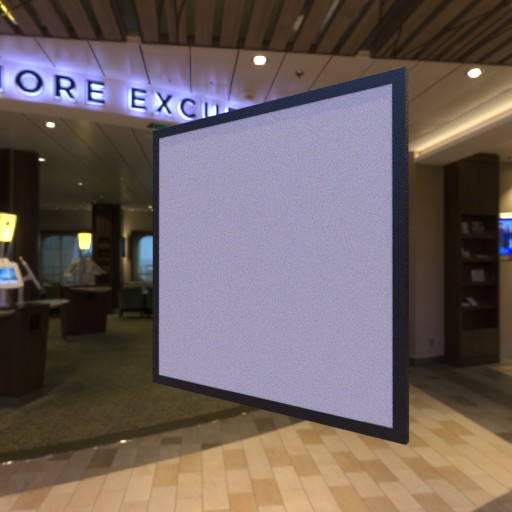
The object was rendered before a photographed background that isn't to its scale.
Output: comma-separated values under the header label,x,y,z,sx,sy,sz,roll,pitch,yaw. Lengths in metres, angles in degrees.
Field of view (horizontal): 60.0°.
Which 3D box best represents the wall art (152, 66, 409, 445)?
label,x,y,z,sx,sy,sz,roll,pitch,yaw
wall art,0.000,0.000,1.192,0.807,0.807,0.022,0,0,36
